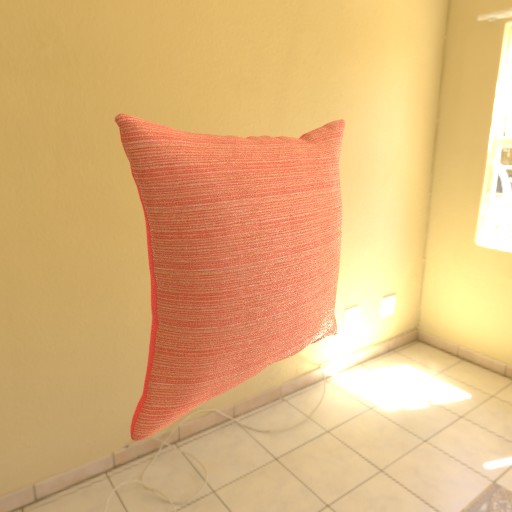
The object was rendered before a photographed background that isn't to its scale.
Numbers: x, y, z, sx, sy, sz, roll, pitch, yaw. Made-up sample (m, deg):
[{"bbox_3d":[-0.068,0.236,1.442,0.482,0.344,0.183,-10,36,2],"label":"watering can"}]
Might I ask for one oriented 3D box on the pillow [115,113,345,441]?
[{"bbox_3d":[0.000,0.000,0.827,0.229,0.501,0.559,14,21,42],"label":"pillow"}]
